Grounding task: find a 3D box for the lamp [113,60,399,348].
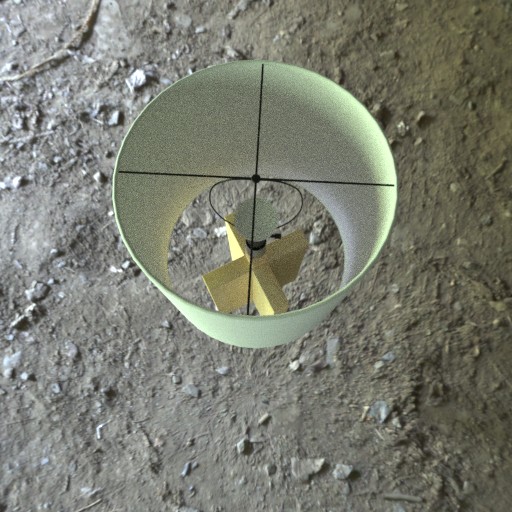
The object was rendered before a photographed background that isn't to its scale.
[{"bbox_3d":[0.000,0.000,0.557,0.229,0.428,0.229,-26,75,-8],"label":"lamp"}]
